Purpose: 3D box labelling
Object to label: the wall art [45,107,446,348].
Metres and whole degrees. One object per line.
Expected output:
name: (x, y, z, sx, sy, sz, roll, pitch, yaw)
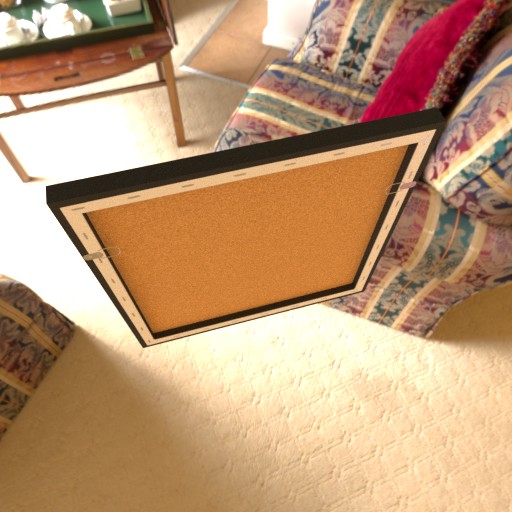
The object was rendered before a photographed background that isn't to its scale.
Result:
wall art: (0.000, 0.000, 1.147, 0.758, 0.758, 0.044, -13, 60, -8)
